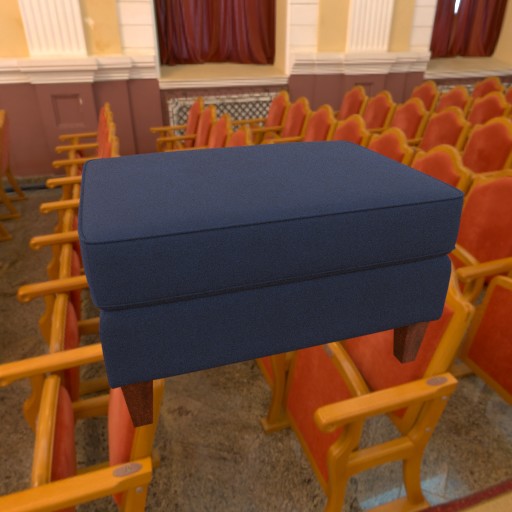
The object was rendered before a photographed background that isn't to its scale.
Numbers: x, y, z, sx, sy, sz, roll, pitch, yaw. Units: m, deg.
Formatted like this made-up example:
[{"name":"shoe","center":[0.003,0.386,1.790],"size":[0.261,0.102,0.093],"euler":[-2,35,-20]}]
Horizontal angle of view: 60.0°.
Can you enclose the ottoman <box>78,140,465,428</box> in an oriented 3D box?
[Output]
[{"name":"ottoman","center":[0.000,0.000,1.394],"size":[0.965,0.584,0.686],"euler":[-8,28,-16]}]
